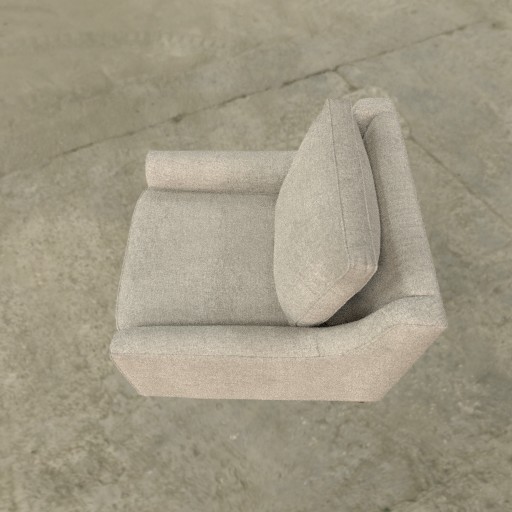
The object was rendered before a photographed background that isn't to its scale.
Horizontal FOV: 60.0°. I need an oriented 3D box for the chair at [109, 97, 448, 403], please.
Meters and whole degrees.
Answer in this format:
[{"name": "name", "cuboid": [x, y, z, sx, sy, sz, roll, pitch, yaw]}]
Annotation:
[{"name": "chair", "cuboid": [0.000, 0.000, 1.538, 0.918, 0.864, 0.838, 0, 58, 0]}]
